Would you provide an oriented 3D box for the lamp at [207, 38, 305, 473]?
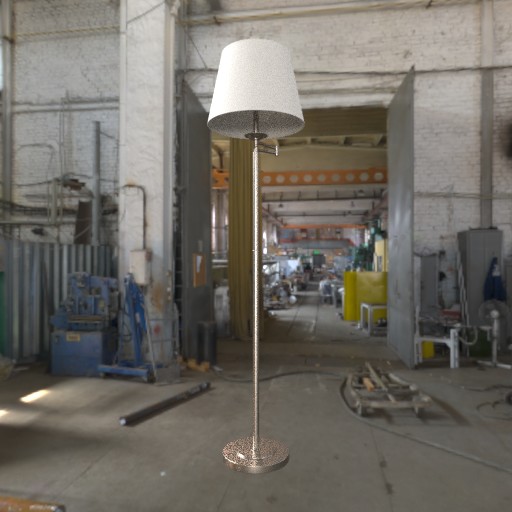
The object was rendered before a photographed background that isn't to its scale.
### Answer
[{"bbox_3d":[0.000,0.000,1.624,0.355,1.473,0.355,0,0,0],"label":"lamp"}]
